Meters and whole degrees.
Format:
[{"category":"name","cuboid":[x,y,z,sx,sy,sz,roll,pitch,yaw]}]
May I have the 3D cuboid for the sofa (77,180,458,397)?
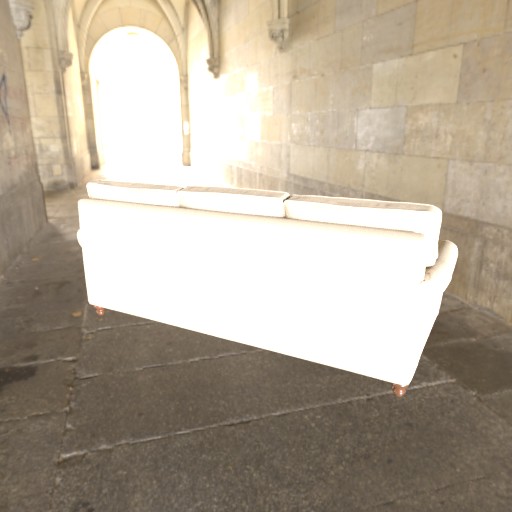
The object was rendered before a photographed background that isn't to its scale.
[{"category":"sofa","cuboid":[0.000,0.000,2.876,2.354,0.948,0.966,9,18,27]}]
